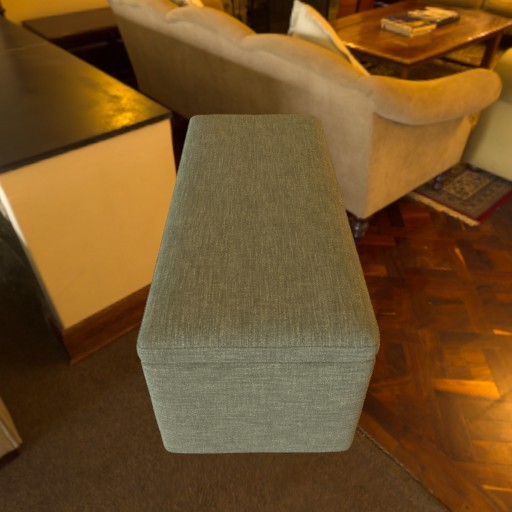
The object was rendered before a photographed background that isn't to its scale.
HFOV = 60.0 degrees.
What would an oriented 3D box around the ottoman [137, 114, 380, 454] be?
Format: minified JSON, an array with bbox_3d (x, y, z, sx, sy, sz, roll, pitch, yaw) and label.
[{"bbox_3d":[0.000,0.000,1.162,0.419,0.432,0.902,0,41,0],"label":"ottoman"}]
